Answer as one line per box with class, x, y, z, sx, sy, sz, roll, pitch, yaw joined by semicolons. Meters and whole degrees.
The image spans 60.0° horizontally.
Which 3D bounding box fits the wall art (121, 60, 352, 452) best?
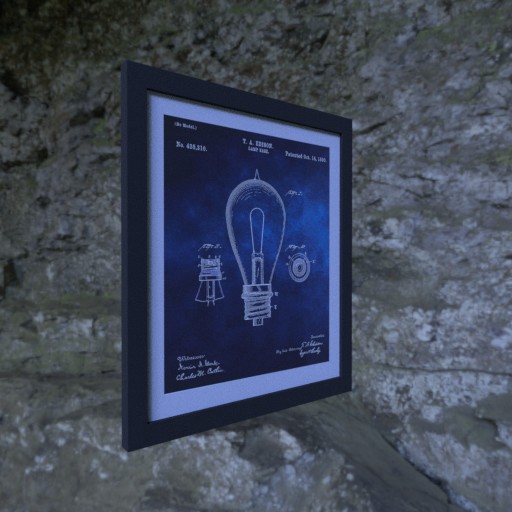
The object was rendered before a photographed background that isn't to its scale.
wall art;0.000;0.000;0.705;0.428;0.505;0.023;0;1;-37
